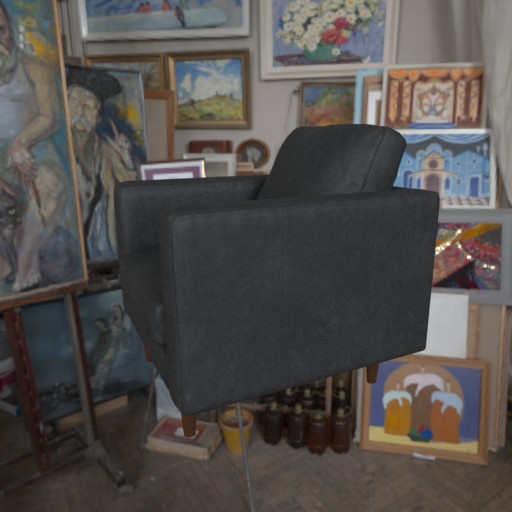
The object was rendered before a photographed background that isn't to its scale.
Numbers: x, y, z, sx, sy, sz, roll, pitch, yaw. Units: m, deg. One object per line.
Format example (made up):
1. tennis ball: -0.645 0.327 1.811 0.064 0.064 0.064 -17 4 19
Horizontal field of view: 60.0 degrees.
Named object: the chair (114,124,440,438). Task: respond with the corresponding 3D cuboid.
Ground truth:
1. chair: 0.000 0.000 1.567 0.879 0.898 0.831 -7 16 -25
